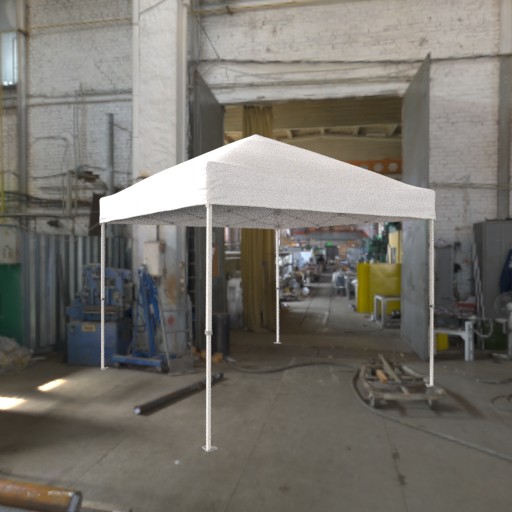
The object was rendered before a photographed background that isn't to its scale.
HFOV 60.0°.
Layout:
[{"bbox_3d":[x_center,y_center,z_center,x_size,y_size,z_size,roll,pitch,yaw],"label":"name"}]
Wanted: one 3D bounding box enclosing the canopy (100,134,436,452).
[{"bbox_3d":[0.000,0.000,5.488,2.996,2.997,2.998,-1,1,-35],"label":"canopy"}]
